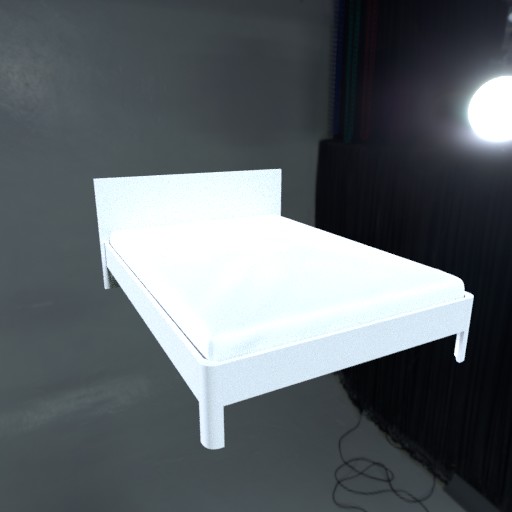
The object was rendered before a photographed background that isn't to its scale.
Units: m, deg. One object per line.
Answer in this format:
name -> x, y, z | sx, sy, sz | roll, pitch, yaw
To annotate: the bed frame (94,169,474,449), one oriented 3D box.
bed frame -> 0.000, 0.000, 2.667 | 1.490, 0.800, 1.950 | -9, 19, -27
